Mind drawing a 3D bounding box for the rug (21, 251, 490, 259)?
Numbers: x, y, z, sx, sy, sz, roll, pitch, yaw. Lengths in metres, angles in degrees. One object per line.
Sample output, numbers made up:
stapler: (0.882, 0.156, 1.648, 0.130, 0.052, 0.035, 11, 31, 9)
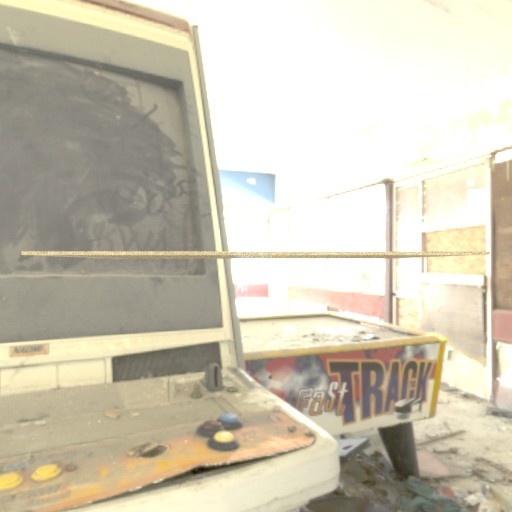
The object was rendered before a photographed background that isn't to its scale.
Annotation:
rug: (0.000, 0.000, 2.922, 2.297, 0.018, 1.532, 0, -1, 0)
